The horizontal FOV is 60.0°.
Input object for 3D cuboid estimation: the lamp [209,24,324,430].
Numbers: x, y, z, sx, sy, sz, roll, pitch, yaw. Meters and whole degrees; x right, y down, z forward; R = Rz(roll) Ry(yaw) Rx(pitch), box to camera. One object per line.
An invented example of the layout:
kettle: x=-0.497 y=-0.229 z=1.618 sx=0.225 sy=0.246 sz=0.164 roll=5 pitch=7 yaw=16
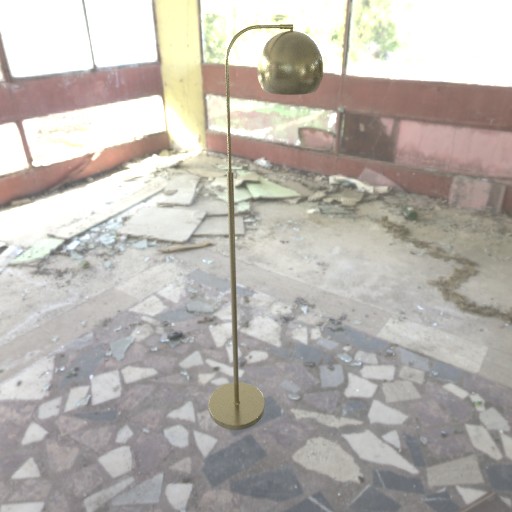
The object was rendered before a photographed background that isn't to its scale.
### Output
lamp: x=0.000 y=0.000 z=1.647 sx=0.431 sy=1.526 sz=0.250 roll=-9 pitch=30 yaw=-17
